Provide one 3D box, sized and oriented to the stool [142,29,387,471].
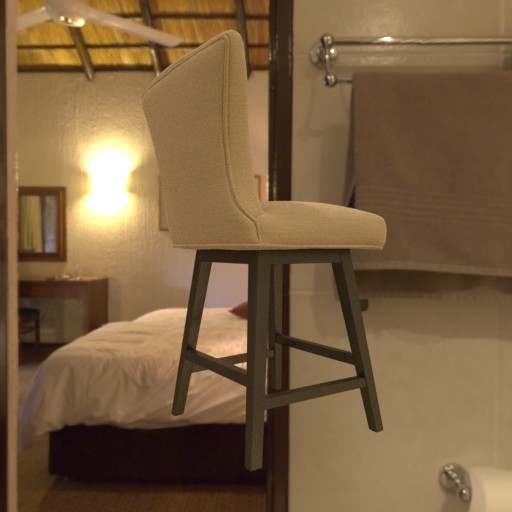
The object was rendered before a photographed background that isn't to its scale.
[{"bbox_3d":[0.000,0.000,1.302,0.574,1.000,0.514,-1,1,-35],"label":"stool"}]
